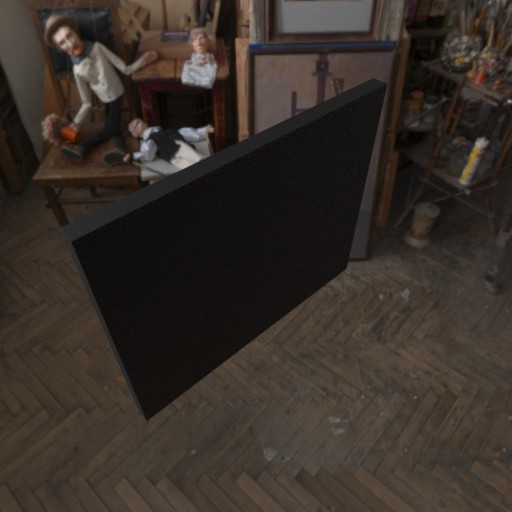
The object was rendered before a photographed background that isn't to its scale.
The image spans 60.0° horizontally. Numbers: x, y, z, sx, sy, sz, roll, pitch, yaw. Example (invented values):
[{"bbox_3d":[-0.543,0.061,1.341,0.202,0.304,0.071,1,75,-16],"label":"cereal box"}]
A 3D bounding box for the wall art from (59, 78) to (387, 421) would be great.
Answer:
[{"bbox_3d":[0.000,0.000,0.776,0.558,0.457,0.029,-33,55,-27],"label":"wall art"}]
